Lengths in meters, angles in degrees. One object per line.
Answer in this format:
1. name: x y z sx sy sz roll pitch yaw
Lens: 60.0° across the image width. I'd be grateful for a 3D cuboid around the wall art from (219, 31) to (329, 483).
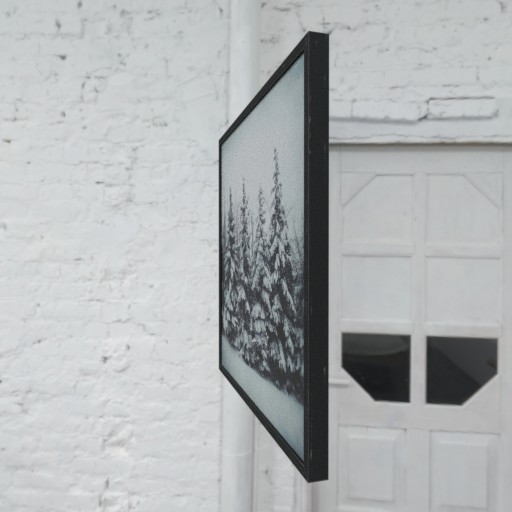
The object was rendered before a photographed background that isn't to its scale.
1. wall art: 0.000 0.000 1.115 0.037 0.761 0.761 0 1 -16
